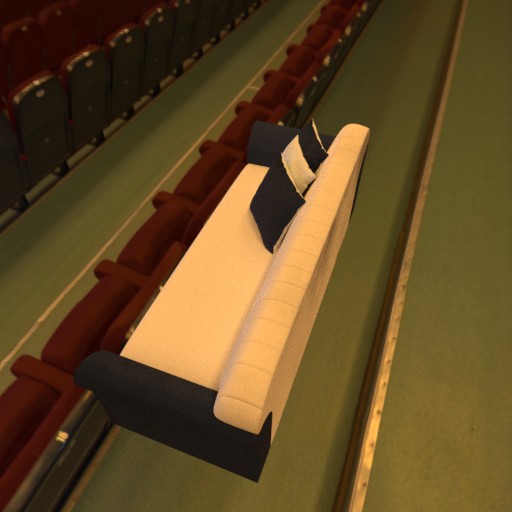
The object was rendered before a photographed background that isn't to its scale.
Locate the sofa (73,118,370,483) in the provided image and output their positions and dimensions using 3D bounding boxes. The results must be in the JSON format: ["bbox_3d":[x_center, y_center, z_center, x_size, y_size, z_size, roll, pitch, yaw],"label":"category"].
[{"bbox_3d":[0.000,0.000,2.361,0.749,0.789,2.006,16,49,14],"label":"sofa"}]
